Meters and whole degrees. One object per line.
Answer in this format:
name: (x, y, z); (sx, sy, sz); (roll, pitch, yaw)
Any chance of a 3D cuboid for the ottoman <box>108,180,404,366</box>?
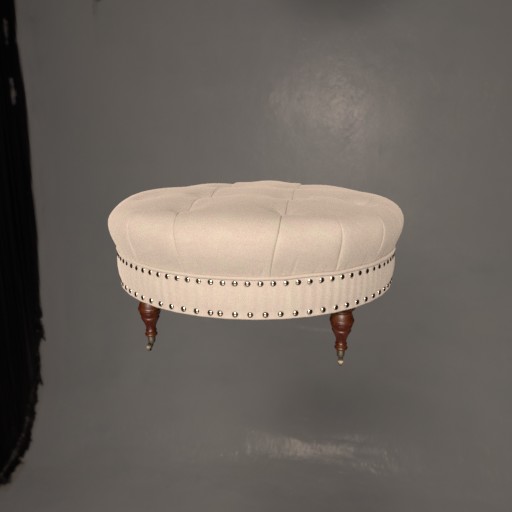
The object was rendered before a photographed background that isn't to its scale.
ottoman: (0.000, 0.000, 1.428); (0.901, 0.439, 0.901); (0, 14, 0)
